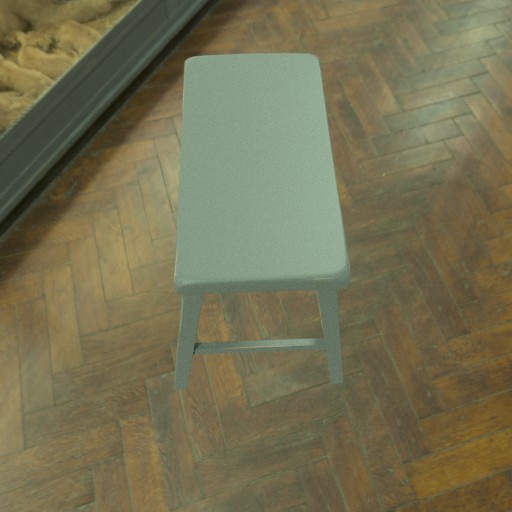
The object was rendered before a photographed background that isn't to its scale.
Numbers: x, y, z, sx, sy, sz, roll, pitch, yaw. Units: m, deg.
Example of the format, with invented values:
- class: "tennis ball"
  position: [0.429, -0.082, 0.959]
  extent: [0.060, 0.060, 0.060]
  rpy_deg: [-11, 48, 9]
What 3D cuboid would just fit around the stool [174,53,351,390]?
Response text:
- class: "stool"
  position: [0.000, 0.000, 1.022]
  extent: [0.476, 0.737, 0.457]
  rpy_deg: [-2, 63, -1]
